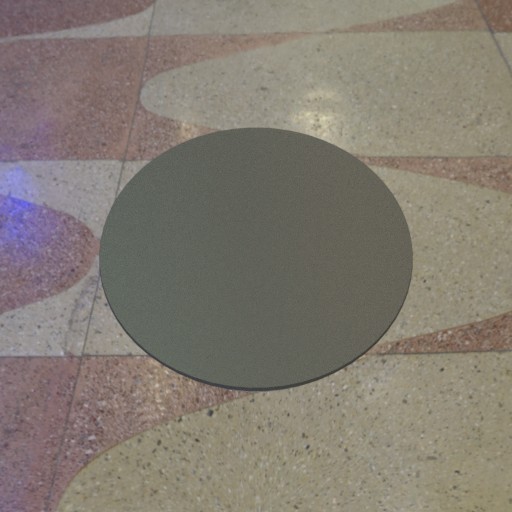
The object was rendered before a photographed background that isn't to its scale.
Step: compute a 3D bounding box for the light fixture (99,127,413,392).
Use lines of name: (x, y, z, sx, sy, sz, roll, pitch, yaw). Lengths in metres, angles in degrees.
light fixture: (0.000, 0.000, 0.568, 0.368, 0.100, 0.368, 0, 58, 0)
